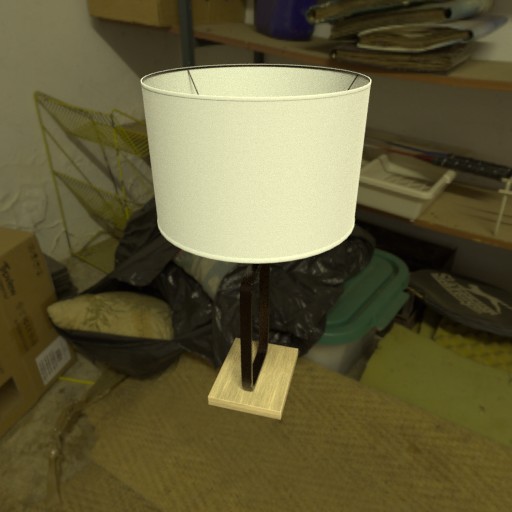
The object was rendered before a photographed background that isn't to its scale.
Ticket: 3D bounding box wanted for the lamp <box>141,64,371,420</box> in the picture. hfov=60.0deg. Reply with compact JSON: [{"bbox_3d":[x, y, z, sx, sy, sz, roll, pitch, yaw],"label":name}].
[{"bbox_3d":[0.000,0.000,0.673,0.279,0.508,0.279,8,30,13],"label":"lamp"}]
